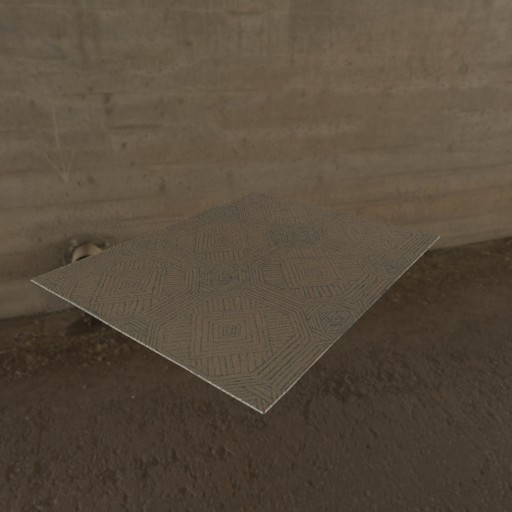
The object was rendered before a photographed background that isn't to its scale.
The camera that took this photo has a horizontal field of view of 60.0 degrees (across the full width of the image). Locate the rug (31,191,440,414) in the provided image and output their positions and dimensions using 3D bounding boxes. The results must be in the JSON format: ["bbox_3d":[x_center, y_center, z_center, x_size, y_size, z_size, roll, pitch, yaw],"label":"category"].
[{"bbox_3d":[0.000,0.000,4.154,2.457,0.015,3.049,19,31,33],"label":"rug"}]
